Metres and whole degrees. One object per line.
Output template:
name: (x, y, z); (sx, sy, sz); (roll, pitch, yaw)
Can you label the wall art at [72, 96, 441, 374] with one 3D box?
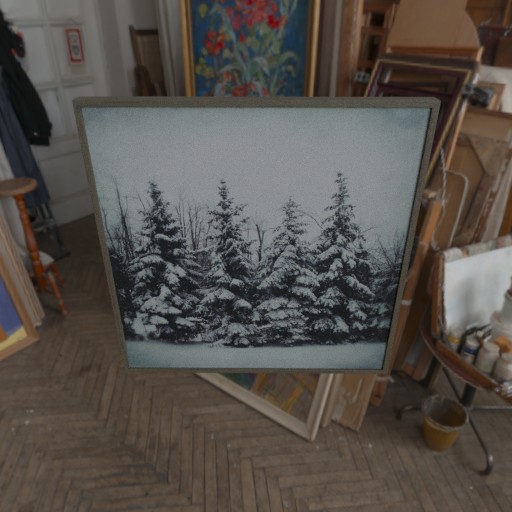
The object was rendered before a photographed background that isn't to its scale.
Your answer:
wall art: (0.000, 0.000, 1.114); (0.758, 0.758, 0.039); (0, 30, 0)
